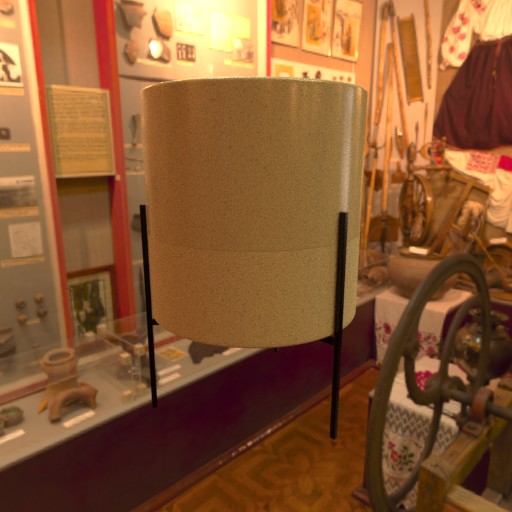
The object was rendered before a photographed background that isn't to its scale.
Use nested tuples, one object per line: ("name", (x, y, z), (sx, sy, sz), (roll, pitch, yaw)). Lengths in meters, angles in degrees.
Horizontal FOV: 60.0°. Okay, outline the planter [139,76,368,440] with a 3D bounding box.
("planter", (0.000, 0.000, 0.681), (0.314, 0.475, 0.323), (-13, 19, -42))
